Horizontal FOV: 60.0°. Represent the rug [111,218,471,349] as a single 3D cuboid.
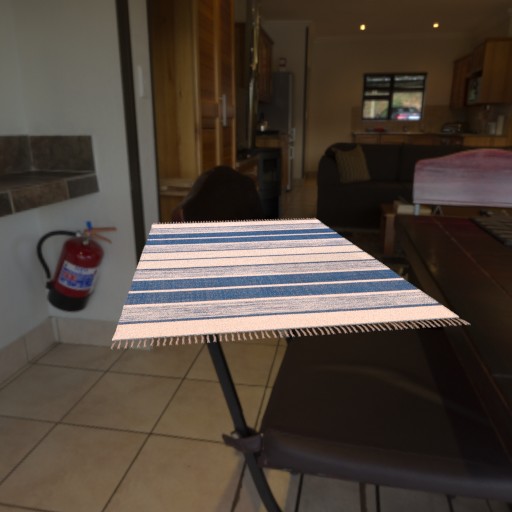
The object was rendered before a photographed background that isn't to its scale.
[{"bbox_3d":[0.000,0.000,2.990,1.532,0.010,2.441,-2,16,-8],"label":"rug"}]
